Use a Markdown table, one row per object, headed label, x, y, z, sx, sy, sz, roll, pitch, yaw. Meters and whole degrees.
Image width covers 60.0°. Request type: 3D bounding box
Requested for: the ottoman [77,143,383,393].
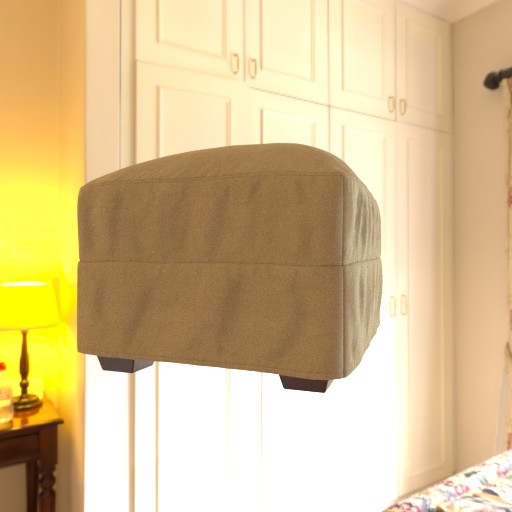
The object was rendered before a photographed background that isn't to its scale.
| label | x | y | z | sx | sy | sz | roll | pitch | yaw |
| --- | --- | --- | --- | --- | --- | --- | --- | --- | --- |
| ottoman | 0.000 | 0.000 | 1.114 | 0.584 | 0.480 | 0.712 | 0 | -1 | 20 |
